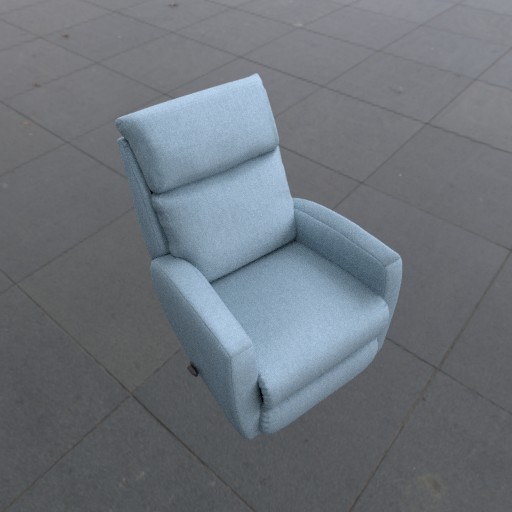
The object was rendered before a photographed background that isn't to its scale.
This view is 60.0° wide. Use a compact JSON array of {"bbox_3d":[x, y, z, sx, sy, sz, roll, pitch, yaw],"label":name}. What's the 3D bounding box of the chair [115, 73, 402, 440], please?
[{"bbox_3d":[0.000,0.000,1.724,0.812,1.013,0.940,-27,52,-23],"label":"chair"}]
